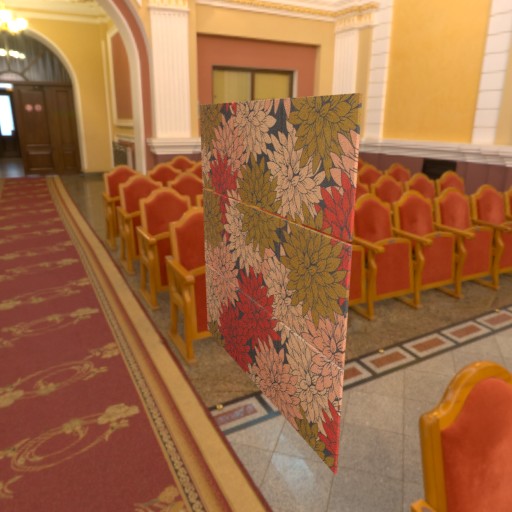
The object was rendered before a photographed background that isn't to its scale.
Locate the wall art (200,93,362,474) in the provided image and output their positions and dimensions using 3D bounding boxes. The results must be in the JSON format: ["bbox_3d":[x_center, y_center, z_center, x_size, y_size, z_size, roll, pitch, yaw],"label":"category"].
[{"bbox_3d":[0.000,0.000,2.319,0.013,1.534,1.519,-9,19,-26],"label":"wall art"}]
